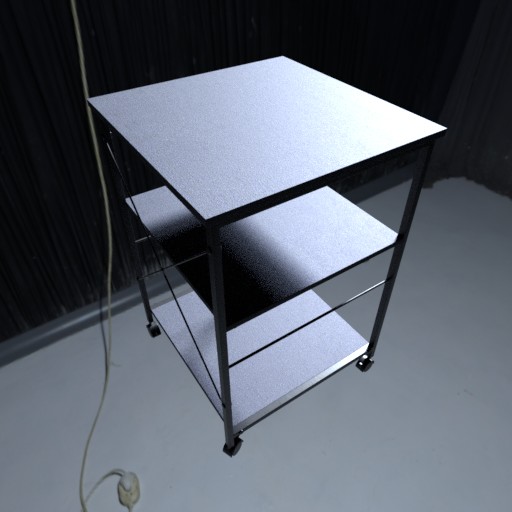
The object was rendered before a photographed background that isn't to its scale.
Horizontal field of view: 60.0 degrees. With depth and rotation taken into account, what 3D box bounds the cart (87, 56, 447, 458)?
[{"bbox_3d":[0.000,0.000,1.139,0.520,0.762,0.521,-24,46,-25],"label":"cart"}]
